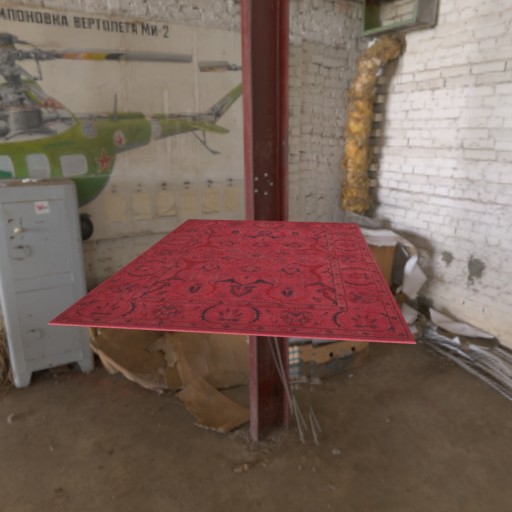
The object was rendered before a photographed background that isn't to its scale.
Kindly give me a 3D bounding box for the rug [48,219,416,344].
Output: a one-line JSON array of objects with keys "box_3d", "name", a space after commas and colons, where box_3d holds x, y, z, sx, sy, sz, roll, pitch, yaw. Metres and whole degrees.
[{"box_3d": [0.000, 0.000, 2.297, 1.209, 0.008, 1.814, 2, 16, 6], "name": "rug"}]
